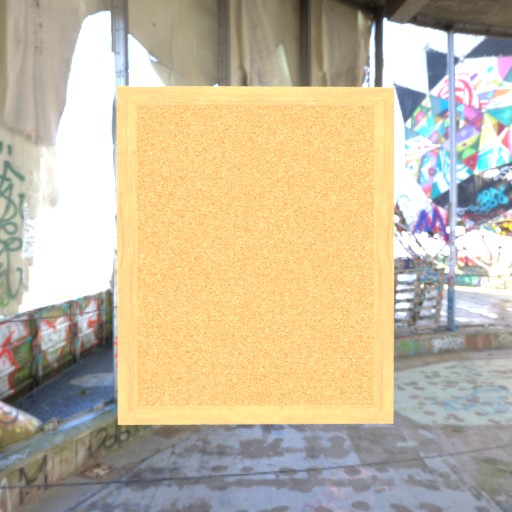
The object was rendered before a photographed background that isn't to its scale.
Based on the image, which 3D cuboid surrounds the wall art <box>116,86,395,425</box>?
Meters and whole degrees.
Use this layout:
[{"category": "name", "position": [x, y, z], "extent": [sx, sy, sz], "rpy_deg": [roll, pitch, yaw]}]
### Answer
[{"category": "wall art", "position": [0.000, 0.000, 0.514], "extent": [0.312, 0.380, 0.030], "rpy_deg": [0, 1, -1]}]
